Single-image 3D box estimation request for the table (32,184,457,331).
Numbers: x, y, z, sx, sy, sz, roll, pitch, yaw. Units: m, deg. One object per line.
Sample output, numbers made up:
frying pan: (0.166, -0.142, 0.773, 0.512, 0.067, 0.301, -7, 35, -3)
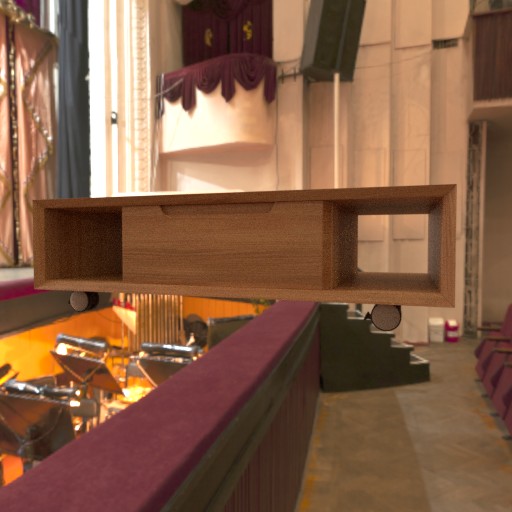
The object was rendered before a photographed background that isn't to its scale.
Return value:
table: (0.000, 0.000, 1.417, 1.100, 0.330, 0.700, 1, 2, 19)
